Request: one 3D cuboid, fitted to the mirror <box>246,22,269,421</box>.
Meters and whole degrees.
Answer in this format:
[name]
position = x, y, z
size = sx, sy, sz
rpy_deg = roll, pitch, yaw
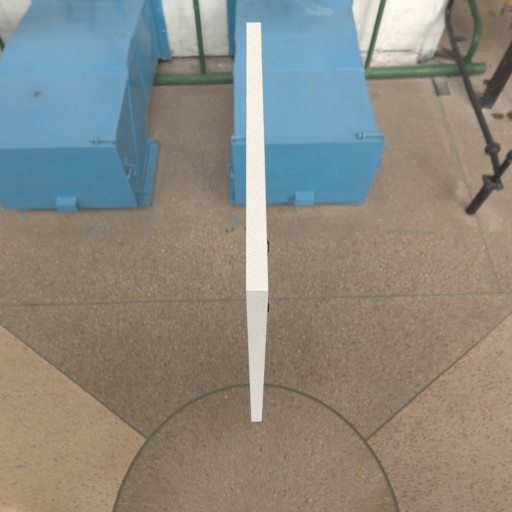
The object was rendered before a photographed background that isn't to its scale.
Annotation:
[mirror]
position = 0.000, 0.000, 1.353
size = 0.041, 1.016, 0.762
rpy_deg = 0, 58, 0
